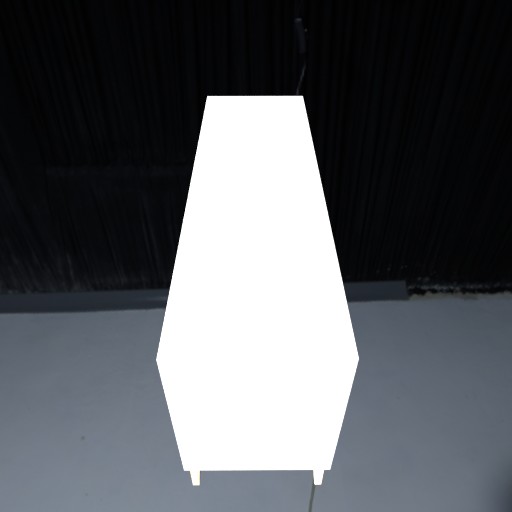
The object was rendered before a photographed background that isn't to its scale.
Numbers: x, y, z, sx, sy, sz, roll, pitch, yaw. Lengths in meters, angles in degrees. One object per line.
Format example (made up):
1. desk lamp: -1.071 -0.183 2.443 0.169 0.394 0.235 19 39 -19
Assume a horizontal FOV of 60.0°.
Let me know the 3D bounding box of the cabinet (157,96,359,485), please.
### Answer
1. cabinet: 0.000 0.000 1.970 0.500 0.780 1.649 0 42 0
